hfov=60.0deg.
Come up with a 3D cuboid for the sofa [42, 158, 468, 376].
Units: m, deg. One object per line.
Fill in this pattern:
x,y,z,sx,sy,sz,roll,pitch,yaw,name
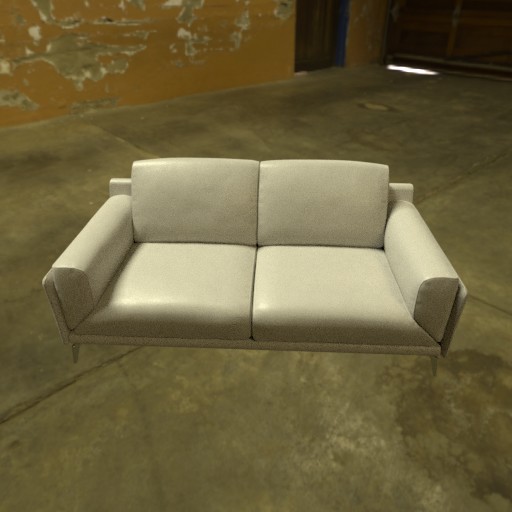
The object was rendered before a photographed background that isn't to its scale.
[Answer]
0.000,0.000,2.648,2.101,0.930,1.049,1,31,2,sofa
